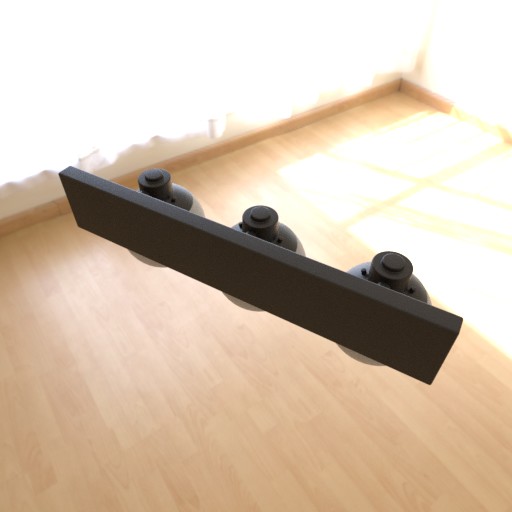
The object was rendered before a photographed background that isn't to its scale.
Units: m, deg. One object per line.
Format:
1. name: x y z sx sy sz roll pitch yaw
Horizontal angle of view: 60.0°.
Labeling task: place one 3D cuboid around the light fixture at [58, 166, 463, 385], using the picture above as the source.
1. light fixture: 0.000 0.000 0.851 0.721 0.263 0.218 22 49 21
